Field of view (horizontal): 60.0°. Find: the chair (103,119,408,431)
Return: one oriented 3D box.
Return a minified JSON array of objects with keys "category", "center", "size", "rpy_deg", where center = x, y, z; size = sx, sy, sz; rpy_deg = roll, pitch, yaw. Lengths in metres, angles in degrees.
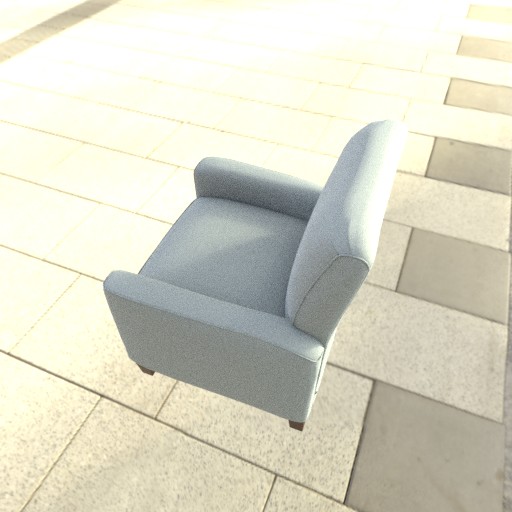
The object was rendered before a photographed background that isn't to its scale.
[{"category":"chair","center":[0.000,0.000,1.696],"size":[0.846,1.007,0.853],"rpy_deg":[15,49,14]}]
